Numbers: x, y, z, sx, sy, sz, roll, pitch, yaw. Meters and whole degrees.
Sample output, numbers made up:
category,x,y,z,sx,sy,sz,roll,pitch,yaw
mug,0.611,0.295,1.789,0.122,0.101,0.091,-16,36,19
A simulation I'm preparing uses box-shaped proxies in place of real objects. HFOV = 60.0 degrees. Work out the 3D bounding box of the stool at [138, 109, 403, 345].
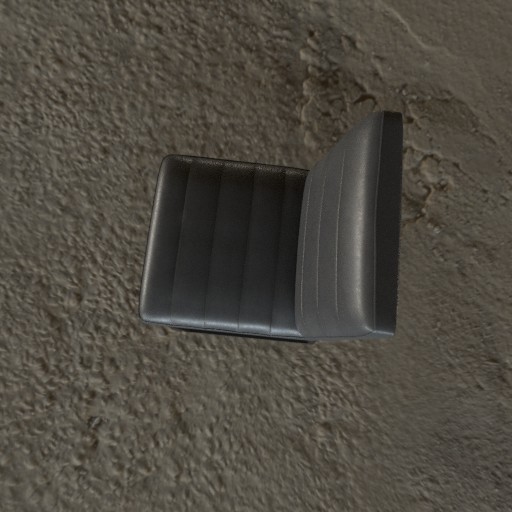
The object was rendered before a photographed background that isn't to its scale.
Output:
category,x,y,z,sx,sy,sz,roll,pitch,yaw
stool,0.000,0.000,1.275,0.552,0.938,0.457,5,78,1
